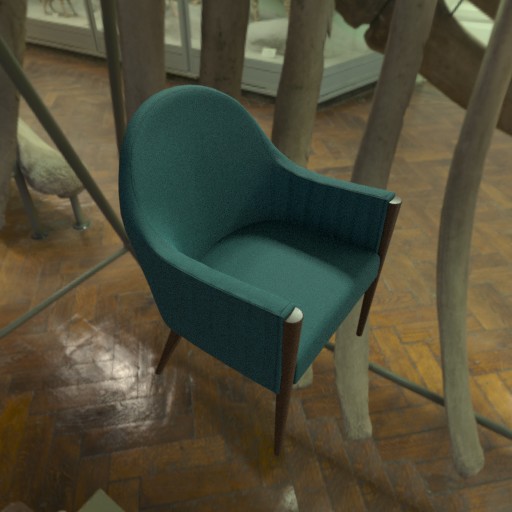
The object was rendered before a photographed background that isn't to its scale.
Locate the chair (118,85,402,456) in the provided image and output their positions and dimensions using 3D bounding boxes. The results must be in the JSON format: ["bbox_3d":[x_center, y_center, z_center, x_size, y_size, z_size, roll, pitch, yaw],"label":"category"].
[{"bbox_3d":[0.000,0.000,1.386,0.652,0.907,0.656,24,45,27],"label":"chair"}]
